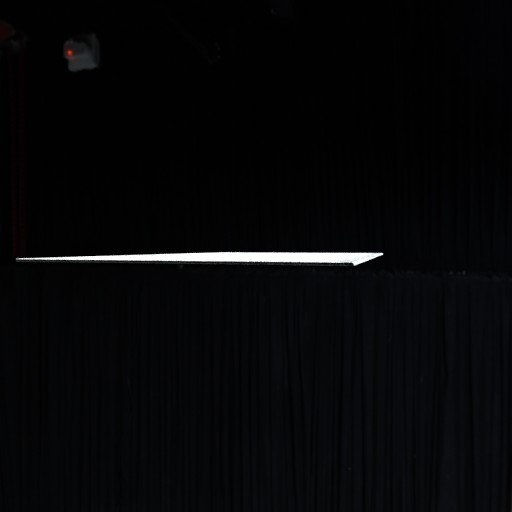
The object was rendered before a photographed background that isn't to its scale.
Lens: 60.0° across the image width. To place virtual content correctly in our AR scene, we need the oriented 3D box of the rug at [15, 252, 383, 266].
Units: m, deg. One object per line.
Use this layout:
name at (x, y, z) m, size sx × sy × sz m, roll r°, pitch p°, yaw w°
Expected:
rug at (0.000, 0.000, 2.950) m, size 1.530 × 0.012 × 2.444 m, roll 0°, pitch 1°, yaw 18°
